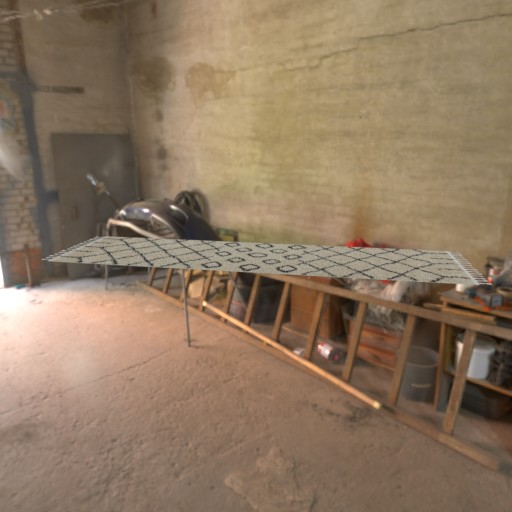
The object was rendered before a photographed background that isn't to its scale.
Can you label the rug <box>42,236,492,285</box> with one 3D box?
[{"bbox_3d":[0.000,0.000,2.682,2.464,0.005,0.660,3,15,10],"label":"rug"}]
